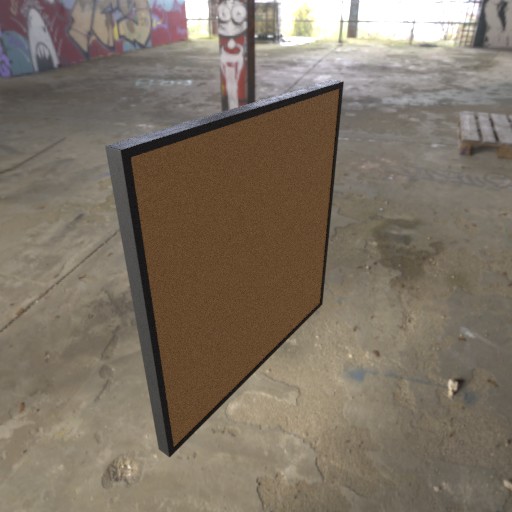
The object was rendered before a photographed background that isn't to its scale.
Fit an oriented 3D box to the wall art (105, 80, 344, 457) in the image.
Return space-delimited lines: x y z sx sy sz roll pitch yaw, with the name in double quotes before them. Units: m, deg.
"wall art" 0.000 0.000 1.157 0.039 0.763 0.763 21 37 31
